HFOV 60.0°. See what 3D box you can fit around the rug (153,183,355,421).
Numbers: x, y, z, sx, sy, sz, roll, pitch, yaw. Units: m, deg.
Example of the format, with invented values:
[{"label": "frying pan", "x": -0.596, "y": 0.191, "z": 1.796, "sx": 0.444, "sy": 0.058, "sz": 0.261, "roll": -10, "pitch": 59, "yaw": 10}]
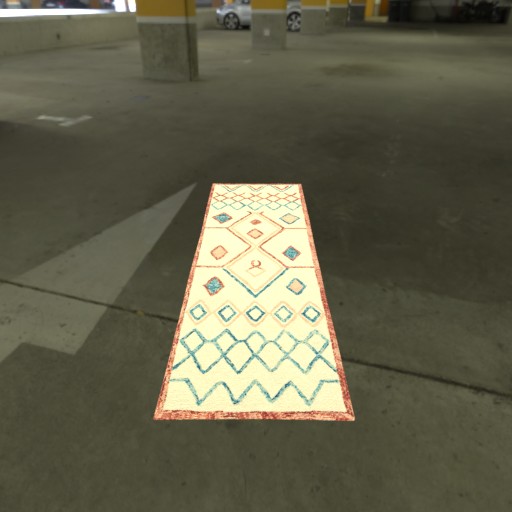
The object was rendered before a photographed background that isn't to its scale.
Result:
[{"label": "rug", "x": 0.000, "y": 0.000, "z": 2.698, "sx": 0.750, "sy": 0.011, "sz": 2.435, "roll": 0, "pitch": 30, "yaw": 0}]
